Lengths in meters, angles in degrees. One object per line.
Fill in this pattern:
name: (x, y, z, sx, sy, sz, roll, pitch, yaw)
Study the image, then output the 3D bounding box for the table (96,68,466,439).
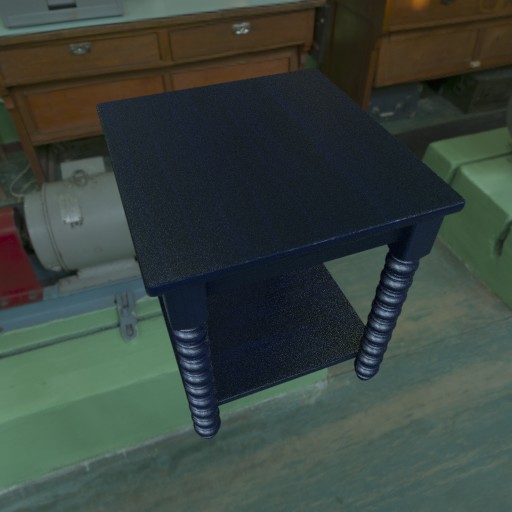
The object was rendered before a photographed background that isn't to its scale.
table: (0.000, 0.000, 0.996, 0.500, 0.567, 0.533, -15, 48, -14)
